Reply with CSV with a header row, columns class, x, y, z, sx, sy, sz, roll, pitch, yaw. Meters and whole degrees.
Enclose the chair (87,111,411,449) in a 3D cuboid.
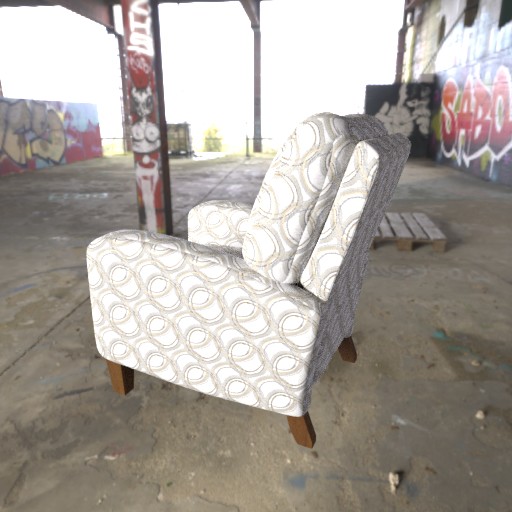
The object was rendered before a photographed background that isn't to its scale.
class,x,y,z,sx,sy,sz,roll,pitch,yaw
chair,0.000,0.000,1.725,0.995,1.065,0.796,8,19,24
